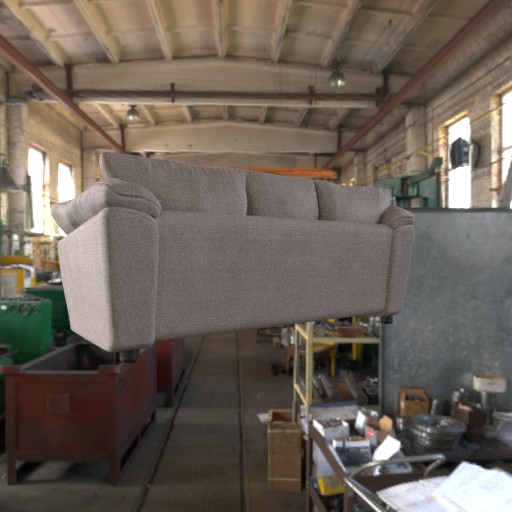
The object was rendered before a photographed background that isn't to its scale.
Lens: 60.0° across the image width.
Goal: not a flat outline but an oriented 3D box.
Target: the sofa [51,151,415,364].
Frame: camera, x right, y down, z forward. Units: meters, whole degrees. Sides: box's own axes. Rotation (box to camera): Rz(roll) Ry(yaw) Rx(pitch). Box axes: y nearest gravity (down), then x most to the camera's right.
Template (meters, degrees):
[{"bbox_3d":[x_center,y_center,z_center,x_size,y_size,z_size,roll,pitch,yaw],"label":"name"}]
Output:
[{"bbox_3d":[0.000,0.000,2.889,2.334,0.996,0.878,0,1,-36],"label":"sofa"}]
